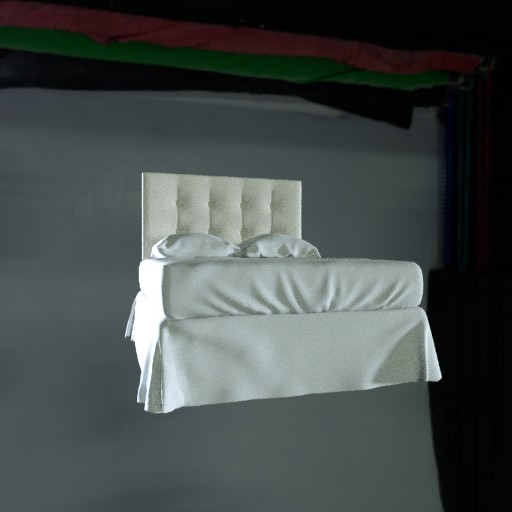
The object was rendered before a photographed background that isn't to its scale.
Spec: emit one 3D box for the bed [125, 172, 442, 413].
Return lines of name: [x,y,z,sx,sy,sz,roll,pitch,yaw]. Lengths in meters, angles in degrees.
bed: [0.000,0.000,3.500,1.936,1.577,2.222,0,0,-18]
